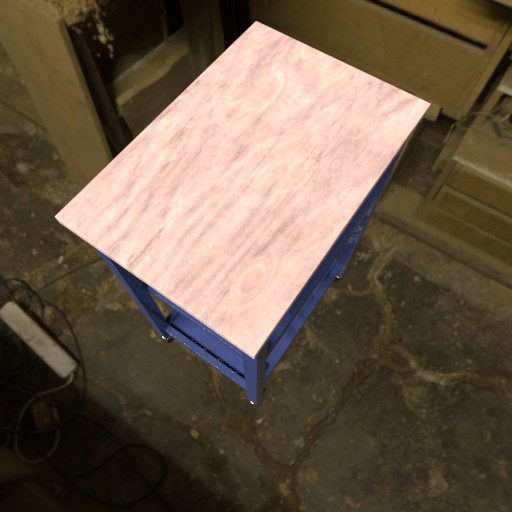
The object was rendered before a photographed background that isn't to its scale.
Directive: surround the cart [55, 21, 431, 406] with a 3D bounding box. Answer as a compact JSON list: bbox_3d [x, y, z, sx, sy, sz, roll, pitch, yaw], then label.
[{"bbox_3d":[0.000,0.000,1.156,0.403,0.839,0.584,32,69,14],"label":"cart"}]
